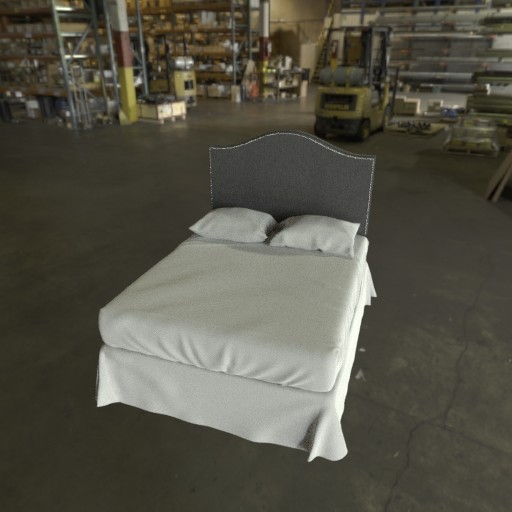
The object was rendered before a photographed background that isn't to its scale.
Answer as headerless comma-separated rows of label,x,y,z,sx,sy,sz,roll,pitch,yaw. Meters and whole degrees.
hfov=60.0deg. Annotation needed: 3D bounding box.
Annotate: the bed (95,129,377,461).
bed,0.000,0.000,3.515,1.876,1.645,2.221,8,26,17
